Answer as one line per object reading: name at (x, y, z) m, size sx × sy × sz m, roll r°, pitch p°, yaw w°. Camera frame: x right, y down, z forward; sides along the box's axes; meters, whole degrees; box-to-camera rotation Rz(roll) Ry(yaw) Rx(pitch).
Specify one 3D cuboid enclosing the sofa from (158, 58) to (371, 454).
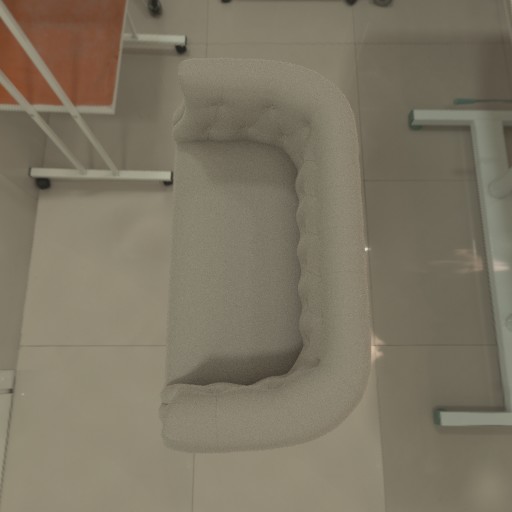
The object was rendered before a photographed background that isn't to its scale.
sofa at (0.000, 0.000, 2.021) m, size 0.835 × 0.827 × 1.558 m, roll 0°, pitch 76°, yaw 0°
